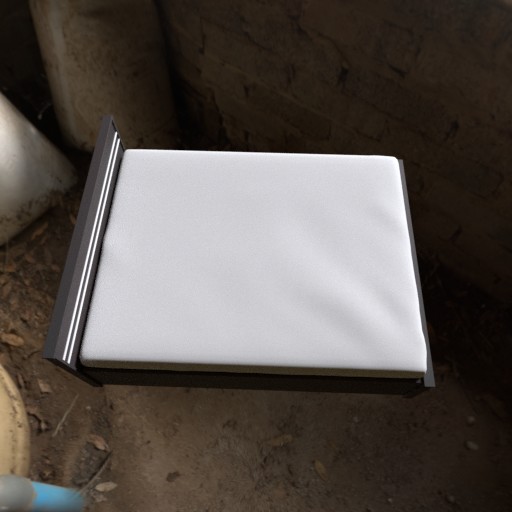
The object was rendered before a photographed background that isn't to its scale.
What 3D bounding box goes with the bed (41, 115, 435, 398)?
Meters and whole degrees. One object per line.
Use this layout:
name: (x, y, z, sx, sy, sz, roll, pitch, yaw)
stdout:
bed: (0.000, 0.000, 2.940, 2.103, 0.808, 1.634, 2, 63, 1)
